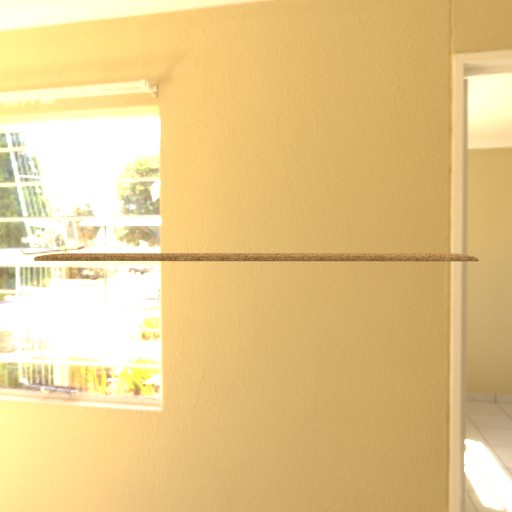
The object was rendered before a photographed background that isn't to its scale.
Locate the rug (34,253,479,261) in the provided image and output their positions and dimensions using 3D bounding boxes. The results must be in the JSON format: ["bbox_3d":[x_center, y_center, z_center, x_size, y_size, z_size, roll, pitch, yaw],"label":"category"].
[{"bbox_3d":[0.000,0.000,3.854,2.873,0.050,2.242,0,0,1],"label":"rug"}]
